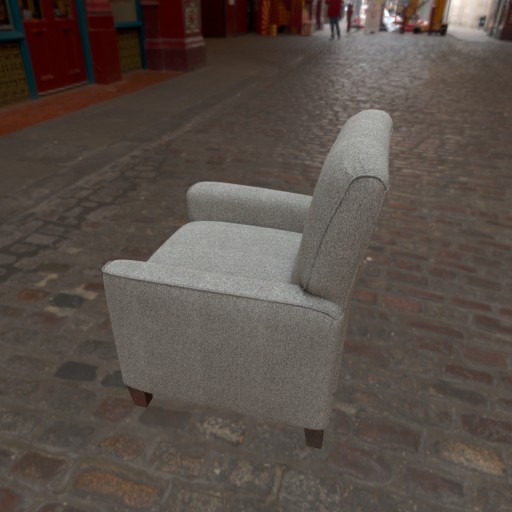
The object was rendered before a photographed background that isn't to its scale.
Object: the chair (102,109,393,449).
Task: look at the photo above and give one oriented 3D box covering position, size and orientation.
[{"bbox_3d":[0.000,0.000,1.668,0.858,1.028,0.841,8,31,13],"label":"chair"}]
